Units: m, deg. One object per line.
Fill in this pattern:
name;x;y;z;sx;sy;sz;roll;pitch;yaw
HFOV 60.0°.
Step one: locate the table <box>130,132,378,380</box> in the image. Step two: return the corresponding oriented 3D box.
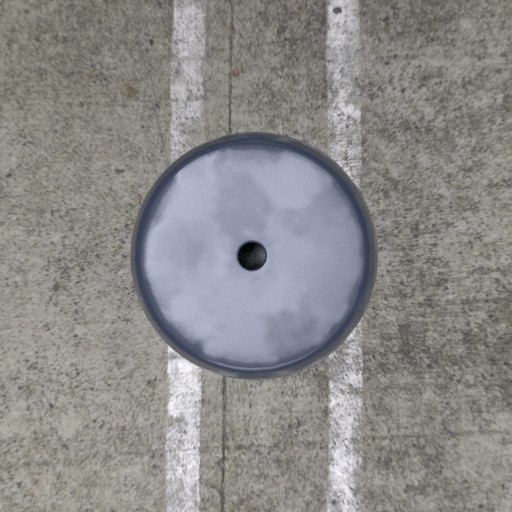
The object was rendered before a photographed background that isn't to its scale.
table;0.000;0.000;0.630;0.309;0.397;0.309;0;90;1
